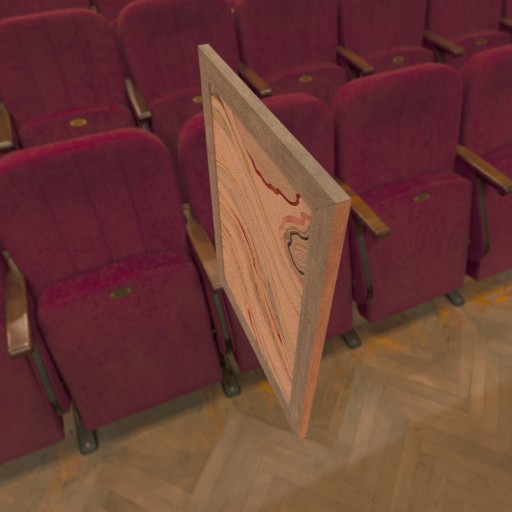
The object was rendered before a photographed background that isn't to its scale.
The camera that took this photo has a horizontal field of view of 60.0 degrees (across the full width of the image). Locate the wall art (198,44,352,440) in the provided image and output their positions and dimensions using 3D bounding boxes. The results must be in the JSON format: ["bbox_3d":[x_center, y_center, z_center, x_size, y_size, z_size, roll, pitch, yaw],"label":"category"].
[{"bbox_3d":[0.000,0.000,0.845,0.020,0.613,0.481,-17,48,-16],"label":"wall art"}]
